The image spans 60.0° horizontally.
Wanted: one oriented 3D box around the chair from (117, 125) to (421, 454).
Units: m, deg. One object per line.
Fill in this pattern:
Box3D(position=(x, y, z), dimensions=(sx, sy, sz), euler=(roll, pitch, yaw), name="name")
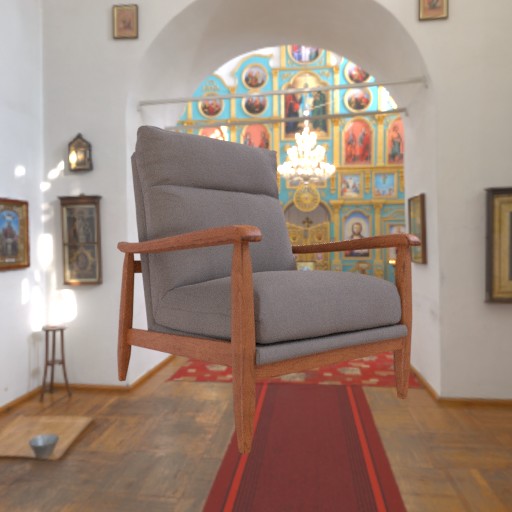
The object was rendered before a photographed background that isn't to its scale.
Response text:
Box3D(position=(0.000, 0.000, 1.528), dimensions=(0.782, 0.922, 0.816), euler=(0, 0, -38), name="chair")
